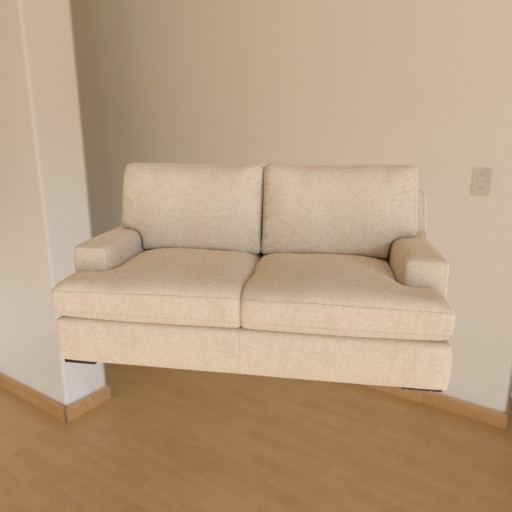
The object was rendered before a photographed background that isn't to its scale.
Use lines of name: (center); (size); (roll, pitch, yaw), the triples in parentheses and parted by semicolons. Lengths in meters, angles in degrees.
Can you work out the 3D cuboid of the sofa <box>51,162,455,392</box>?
sofa: (0.000, 0.000, 2.386); (1.885, 0.967, 0.962); (2, 14, 9)
